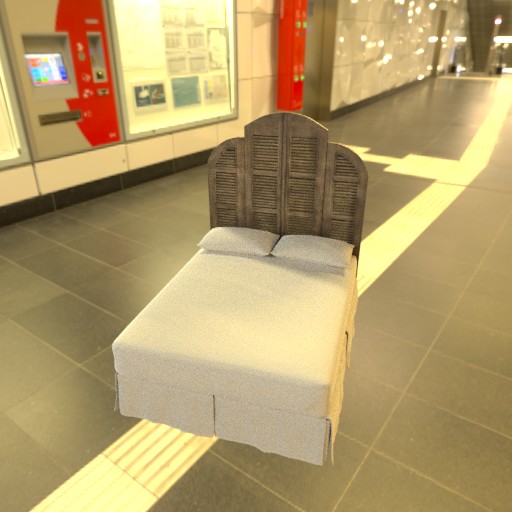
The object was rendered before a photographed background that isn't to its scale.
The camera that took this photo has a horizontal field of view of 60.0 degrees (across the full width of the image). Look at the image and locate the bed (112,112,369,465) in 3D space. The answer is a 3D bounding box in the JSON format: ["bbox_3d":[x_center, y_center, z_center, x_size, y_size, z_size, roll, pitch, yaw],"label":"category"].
[{"bbox_3d":[0.000,0.000,3.692,1.713,2.019,2.138,7,27,15],"label":"bed"}]
